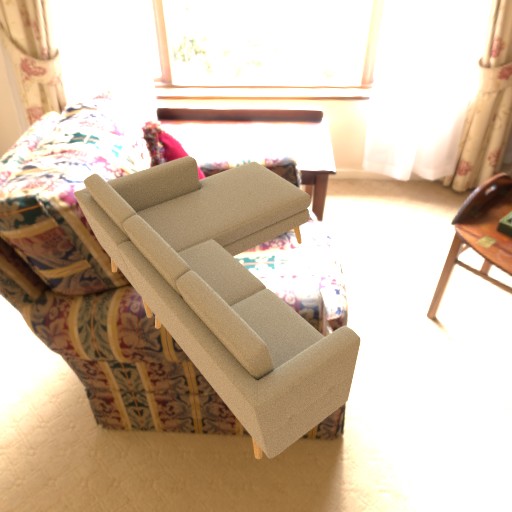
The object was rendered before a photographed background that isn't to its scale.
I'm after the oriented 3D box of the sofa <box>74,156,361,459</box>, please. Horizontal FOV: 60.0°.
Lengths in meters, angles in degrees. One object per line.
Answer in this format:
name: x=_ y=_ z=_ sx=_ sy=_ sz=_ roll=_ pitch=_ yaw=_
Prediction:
sofa: x=0.000 y=0.000 z=2.847 sx=1.530 sy=0.860 sz=2.040 roll=-26 pitch=46 yaw=-28
